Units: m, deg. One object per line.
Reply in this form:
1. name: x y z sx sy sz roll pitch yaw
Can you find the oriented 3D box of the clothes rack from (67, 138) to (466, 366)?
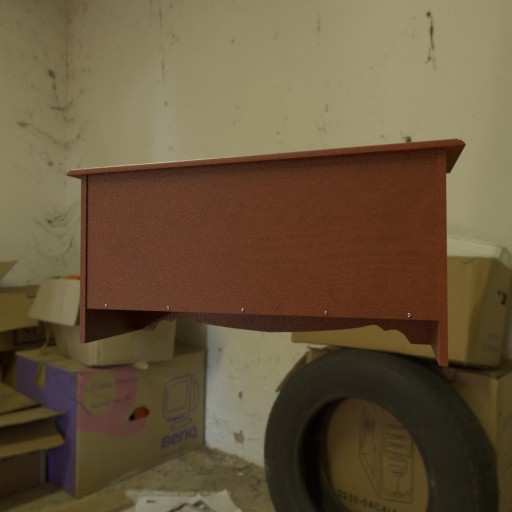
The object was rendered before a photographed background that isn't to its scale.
1. clothes rack: 0.000 0.000 1.500 1.251 0.594 0.362 0 -1 18
